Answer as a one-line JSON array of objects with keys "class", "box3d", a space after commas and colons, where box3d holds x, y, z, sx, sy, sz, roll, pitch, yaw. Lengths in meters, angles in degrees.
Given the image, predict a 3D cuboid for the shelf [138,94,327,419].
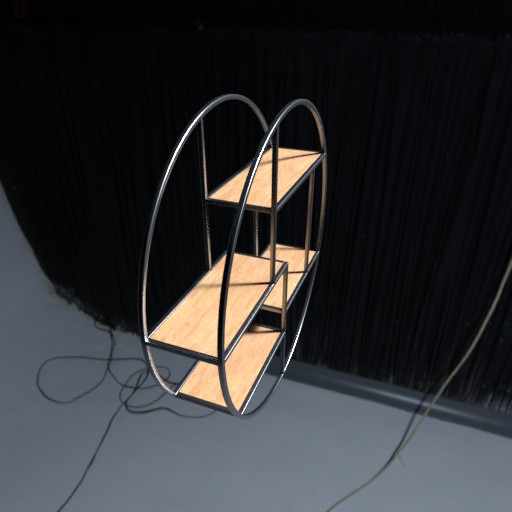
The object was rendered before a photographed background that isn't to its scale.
[{"class": "shelf", "box3d": [0.000, 0.000, 1.309, 0.202, 0.888, 0.888, 11, 32, 19]}]
